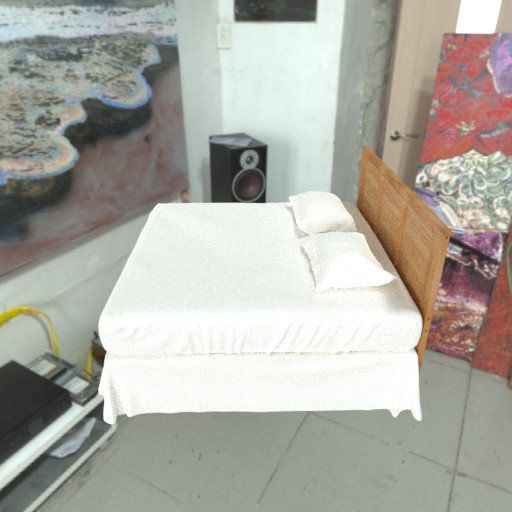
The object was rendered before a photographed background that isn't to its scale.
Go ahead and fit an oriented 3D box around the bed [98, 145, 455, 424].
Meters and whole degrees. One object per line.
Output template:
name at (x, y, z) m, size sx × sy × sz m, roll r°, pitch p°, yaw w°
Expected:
bed at (0.000, 0.000, 3.575) m, size 2.215 × 1.270 × 2.317 m, roll -1°, pitch 28°, yaw -1°
